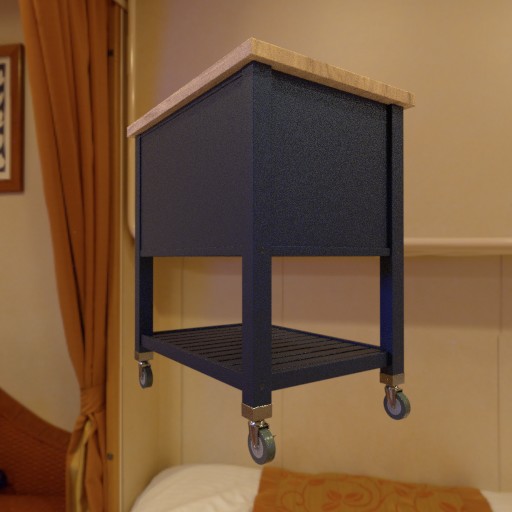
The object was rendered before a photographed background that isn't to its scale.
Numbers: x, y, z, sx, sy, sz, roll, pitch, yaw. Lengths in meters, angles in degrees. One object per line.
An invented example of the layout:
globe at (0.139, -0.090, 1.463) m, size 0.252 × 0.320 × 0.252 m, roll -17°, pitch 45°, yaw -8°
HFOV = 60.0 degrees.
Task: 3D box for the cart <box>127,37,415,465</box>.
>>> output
cart at (0.000, 0.000, 1.416) m, size 0.567 × 0.920 × 0.797 m, roll 0°, pitch -1°, yaw -35°
